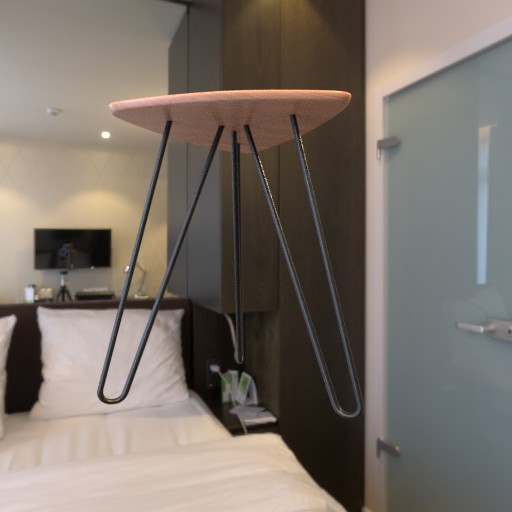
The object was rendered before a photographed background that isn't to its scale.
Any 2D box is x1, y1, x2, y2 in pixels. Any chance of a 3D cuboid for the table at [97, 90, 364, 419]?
[{"bbox_3d":[0.000,0.000,0.887,0.455,0.564,0.442,0,0,36],"label":"table"}]
